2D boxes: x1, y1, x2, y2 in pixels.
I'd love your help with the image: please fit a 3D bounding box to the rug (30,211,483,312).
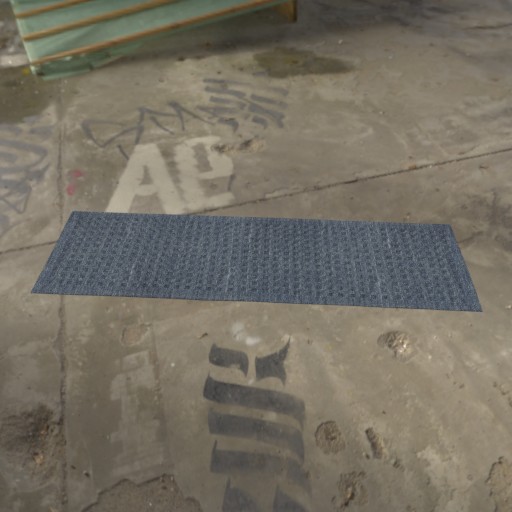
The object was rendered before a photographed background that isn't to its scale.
[{"bbox_3d":[0.000,0.000,2.621,2.443,0.008,0.688,2,47,2],"label":"rug"}]
